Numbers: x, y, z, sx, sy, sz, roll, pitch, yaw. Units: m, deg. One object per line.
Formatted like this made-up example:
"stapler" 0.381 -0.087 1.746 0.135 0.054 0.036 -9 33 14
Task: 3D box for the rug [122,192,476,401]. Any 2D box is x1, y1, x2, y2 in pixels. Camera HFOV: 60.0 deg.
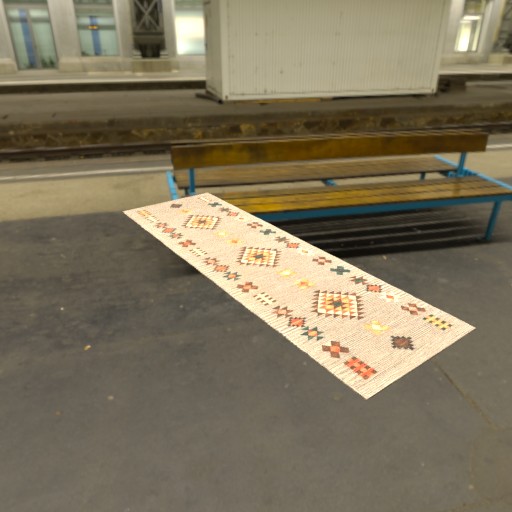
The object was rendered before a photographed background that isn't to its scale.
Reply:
"rug" 0.000 0.000 2.741 0.766 0.008 2.432 -18 32 -32
